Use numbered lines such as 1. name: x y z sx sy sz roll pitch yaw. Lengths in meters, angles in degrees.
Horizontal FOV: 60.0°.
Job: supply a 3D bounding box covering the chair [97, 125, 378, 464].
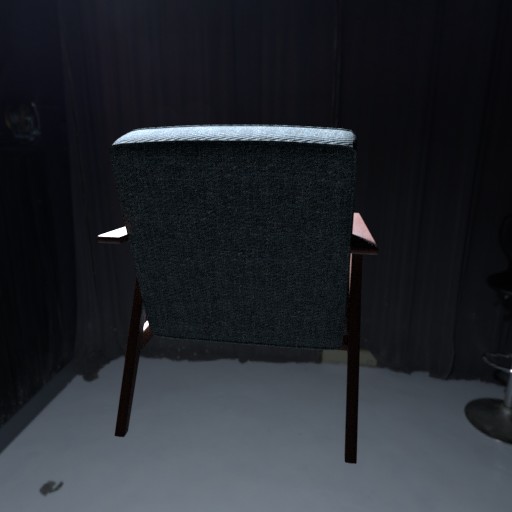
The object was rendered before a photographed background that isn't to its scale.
1. chair: 0.000 0.000 1.526 0.719 0.864 0.889 3 17 9
